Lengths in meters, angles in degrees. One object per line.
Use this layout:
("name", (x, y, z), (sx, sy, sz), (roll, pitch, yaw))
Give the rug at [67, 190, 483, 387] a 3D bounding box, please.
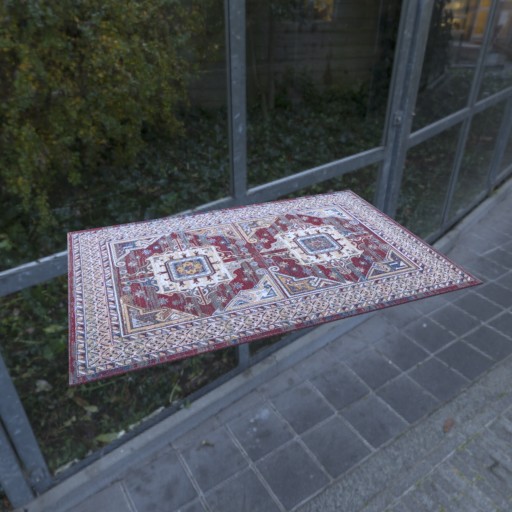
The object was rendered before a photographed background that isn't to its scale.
("rug", (0.000, 0.000, 5.748), (4.578, 0.033, 3.033), (-11, 32, -17))
